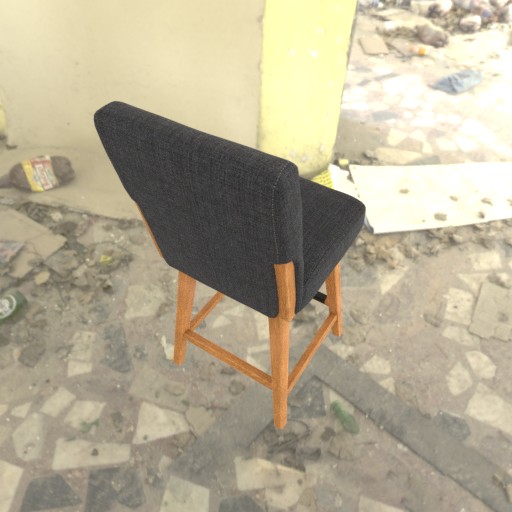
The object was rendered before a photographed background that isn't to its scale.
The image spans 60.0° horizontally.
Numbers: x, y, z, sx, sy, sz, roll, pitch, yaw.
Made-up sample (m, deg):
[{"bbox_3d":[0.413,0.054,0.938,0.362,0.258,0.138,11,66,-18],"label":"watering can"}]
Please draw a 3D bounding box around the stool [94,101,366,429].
[{"bbox_3d":[0.000,0.000,1.276,0.459,1.010,0.526,25,50,22],"label":"stool"}]
